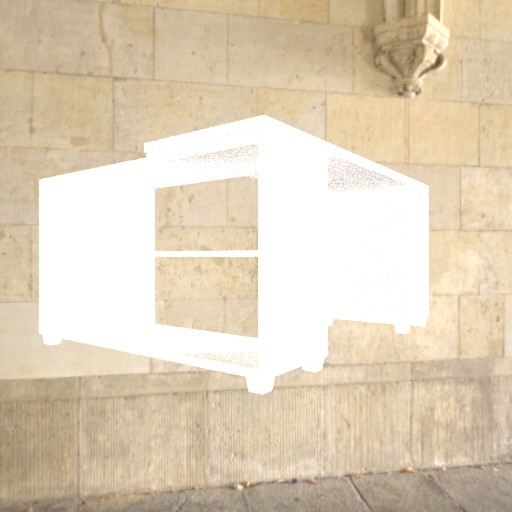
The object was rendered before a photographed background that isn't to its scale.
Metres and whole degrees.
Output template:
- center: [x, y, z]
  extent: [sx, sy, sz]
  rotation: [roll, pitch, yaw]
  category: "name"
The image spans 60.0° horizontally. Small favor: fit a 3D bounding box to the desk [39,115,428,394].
- center: [0.000, 0.000, 2.163]
  extent: [1.199, 0.759, 1.524]
  rotation: [0, 0, 37]
  category: "desk"
